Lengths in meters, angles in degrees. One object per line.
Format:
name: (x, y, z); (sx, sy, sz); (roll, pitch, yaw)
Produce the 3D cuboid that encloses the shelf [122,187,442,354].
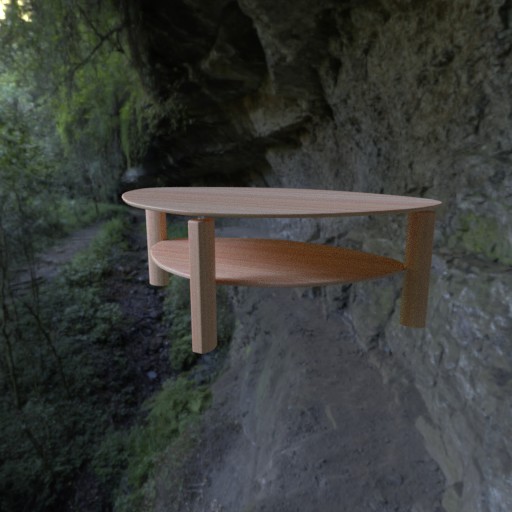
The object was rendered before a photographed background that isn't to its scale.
shelf: (0.000, 0.000, 1.668); (1.246, 0.440, 0.845); (6, 15, 25)
